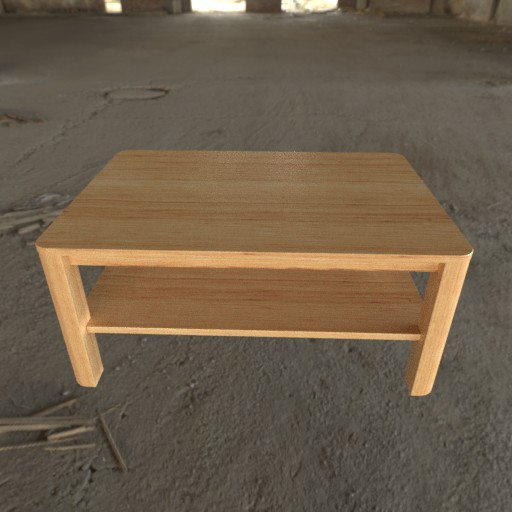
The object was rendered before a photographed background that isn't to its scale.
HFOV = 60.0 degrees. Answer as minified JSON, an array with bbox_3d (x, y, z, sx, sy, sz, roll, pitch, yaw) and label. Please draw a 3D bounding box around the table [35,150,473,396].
[{"bbox_3d":[0.000,0.000,1.390,0.997,0.445,0.696,1,31,2],"label":"table"}]
